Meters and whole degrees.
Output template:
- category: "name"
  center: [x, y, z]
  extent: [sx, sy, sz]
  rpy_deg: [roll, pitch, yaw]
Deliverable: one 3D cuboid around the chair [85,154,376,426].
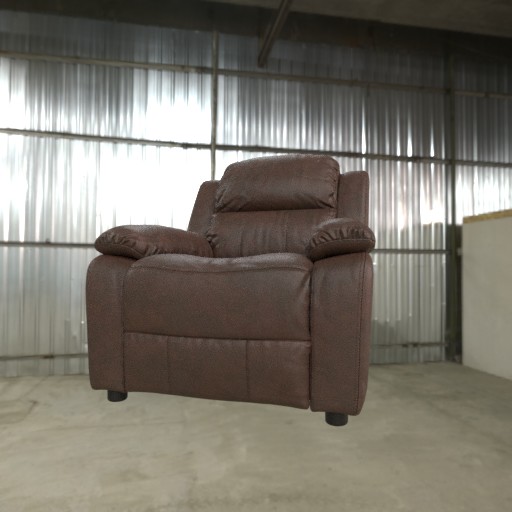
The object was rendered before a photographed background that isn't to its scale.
- category: "chair"
  center: [0.000, 0.000, 1.261]
  extent: [0.680, 0.702, 0.707]
  rpy_deg: [0, -1, 18]
